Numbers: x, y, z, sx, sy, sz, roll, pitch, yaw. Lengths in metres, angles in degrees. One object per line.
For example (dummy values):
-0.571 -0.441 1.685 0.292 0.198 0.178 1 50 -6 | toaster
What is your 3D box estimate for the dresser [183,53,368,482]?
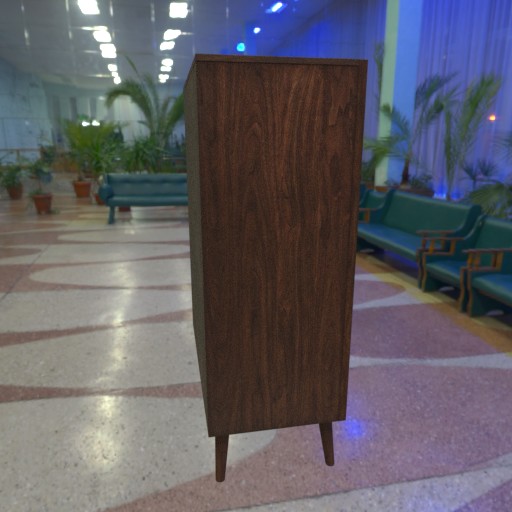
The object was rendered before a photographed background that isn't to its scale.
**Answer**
0.000 0.000 1.813 0.498 1.365 0.919 -3 16 -11 | dresser
